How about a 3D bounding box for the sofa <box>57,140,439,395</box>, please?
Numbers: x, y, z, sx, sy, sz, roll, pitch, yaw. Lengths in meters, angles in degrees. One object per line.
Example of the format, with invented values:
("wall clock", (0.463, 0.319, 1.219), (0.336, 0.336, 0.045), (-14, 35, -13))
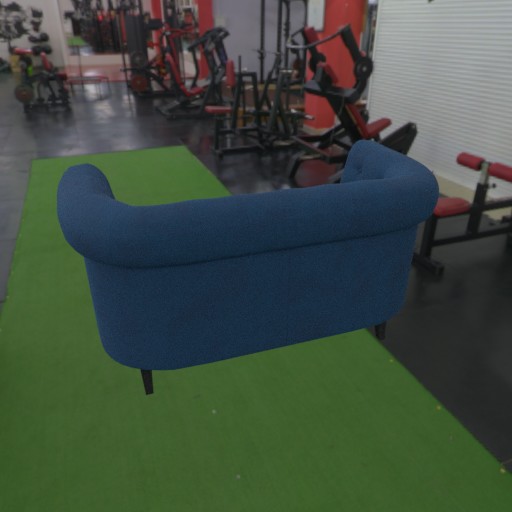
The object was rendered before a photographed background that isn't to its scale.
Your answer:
("sofa", (0.000, 0.000, 1.997), (1.558, 0.827, 0.835), (-9, 29, -17))
